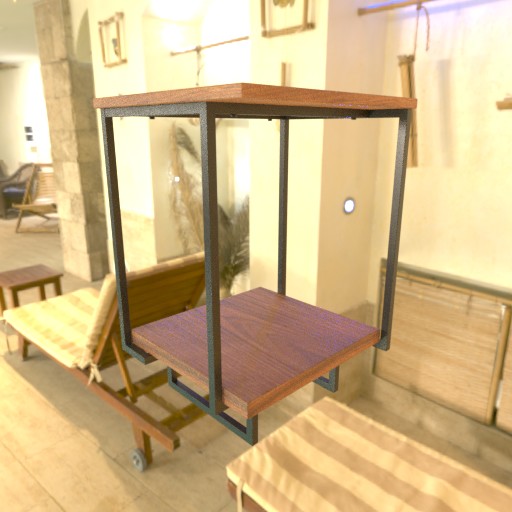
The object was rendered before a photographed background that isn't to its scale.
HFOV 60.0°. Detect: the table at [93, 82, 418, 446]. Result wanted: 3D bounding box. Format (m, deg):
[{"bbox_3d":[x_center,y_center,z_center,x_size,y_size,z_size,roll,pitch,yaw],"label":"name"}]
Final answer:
[{"bbox_3d":[0.000,0.000,0.844,0.411,0.567,0.384,-15,22,-42],"label":"table"}]
